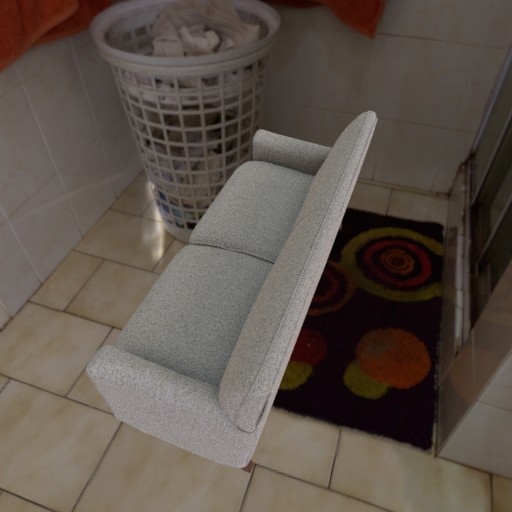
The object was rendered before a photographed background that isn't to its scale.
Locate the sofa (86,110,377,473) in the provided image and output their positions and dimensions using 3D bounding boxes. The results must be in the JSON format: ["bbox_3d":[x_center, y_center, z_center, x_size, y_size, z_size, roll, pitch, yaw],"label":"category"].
[{"bbox_3d":[0.000,0.000,2.491,0.854,0.942,2.026,15,48,14],"label":"sofa"}]
